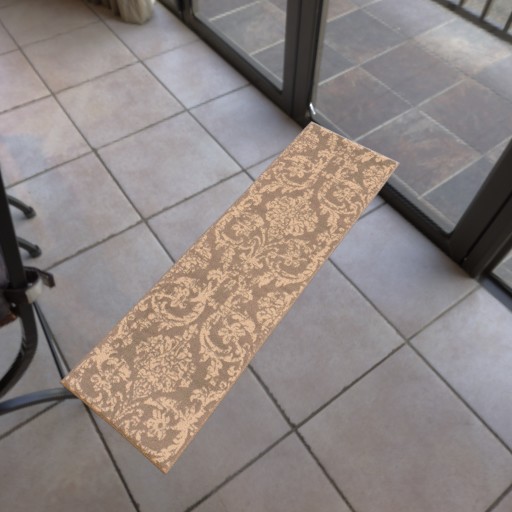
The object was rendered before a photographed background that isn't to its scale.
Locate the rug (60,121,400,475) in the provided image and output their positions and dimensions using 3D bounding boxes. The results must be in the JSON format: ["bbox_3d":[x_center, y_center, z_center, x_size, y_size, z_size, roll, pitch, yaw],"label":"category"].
[{"bbox_3d":[0.000,0.000,2.429,0.662,0.011,2.196,31,63,18],"label":"rug"}]
